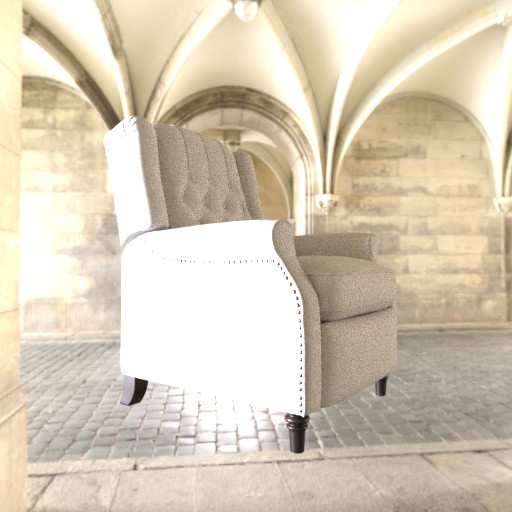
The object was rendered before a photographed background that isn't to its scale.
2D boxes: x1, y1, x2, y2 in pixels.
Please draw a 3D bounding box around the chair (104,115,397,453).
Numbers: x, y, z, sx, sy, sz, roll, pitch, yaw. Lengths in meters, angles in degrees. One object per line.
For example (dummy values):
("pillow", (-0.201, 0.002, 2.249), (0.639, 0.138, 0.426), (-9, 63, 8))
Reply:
("chair", (0.000, 0.000, 1.612), (0.902, 1.035, 0.742), (-1, -1, 36))
